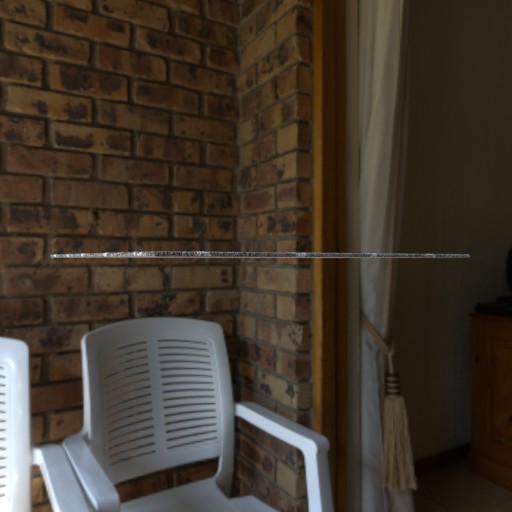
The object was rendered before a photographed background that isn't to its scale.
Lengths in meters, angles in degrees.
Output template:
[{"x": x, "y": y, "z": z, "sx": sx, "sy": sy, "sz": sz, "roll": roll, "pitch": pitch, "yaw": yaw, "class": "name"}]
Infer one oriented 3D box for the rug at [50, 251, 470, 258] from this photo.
[{"x": 0.000, "y": 0.000, "z": 4.097, "sx": 3.047, "sy": 0.029, "sz": 2.438, "roll": 0, "pitch": 0, "yaw": -36, "class": "rug"}]
